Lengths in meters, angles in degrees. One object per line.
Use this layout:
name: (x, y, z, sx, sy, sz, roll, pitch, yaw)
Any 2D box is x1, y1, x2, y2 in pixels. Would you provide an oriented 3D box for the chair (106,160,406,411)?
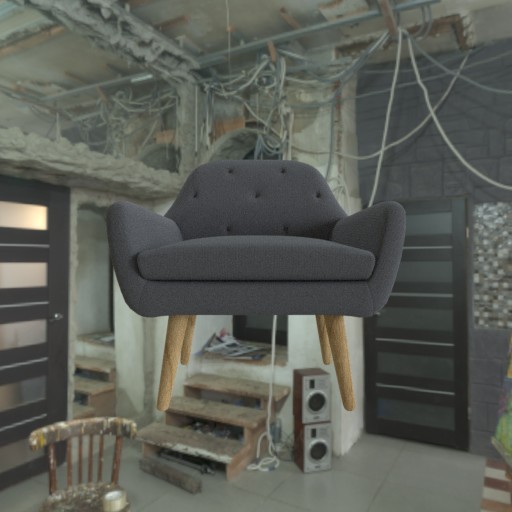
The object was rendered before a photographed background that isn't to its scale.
chair: (0.000, 0.000, 1.463, 0.770, 0.800, 0.779, 0, -1, 0)
